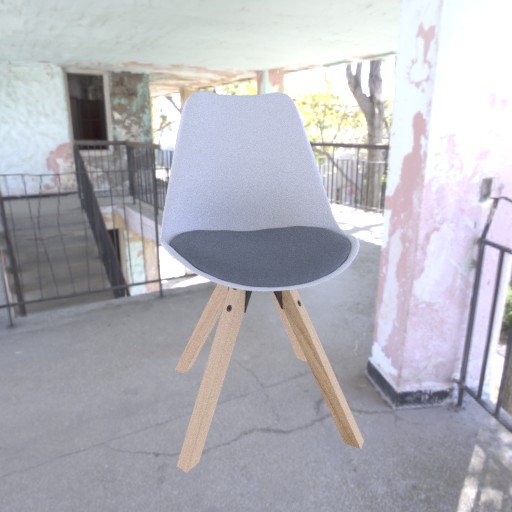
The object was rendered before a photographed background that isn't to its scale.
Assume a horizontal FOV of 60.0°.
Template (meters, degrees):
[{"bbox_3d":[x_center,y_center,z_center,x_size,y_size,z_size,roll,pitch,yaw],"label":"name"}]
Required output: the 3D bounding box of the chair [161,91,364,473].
[{"bbox_3d":[0.000,0.000,1.165,0.485,0.850,0.550,-3,16,-10],"label":"chair"}]
